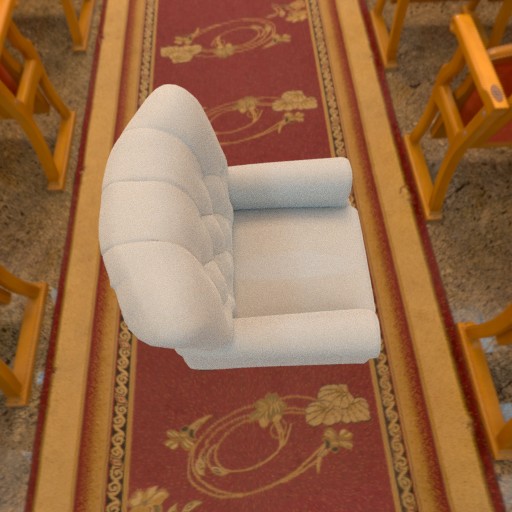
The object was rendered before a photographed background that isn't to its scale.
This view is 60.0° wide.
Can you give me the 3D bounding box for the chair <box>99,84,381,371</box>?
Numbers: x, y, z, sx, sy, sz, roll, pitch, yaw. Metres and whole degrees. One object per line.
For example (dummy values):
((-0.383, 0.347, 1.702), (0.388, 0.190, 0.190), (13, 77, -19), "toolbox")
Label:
((0.000, 0.000, 2.079), (1.128, 1.217, 1.090), (-3, 64, -1), "chair")
